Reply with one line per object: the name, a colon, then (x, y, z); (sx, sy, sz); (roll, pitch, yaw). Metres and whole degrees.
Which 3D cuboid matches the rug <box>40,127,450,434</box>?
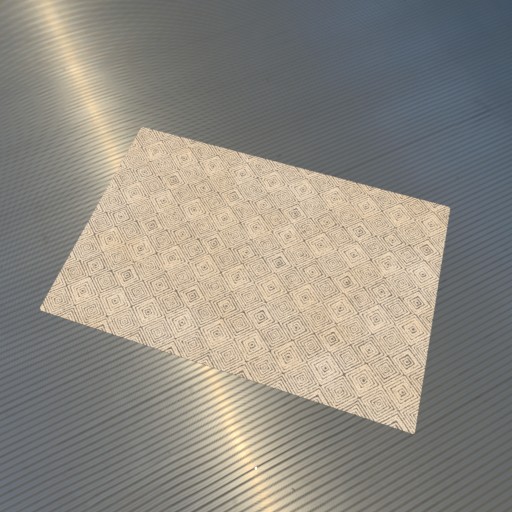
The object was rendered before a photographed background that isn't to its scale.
rug: (0.000, 0.000, 2.227); (1.783, 0.008, 1.175); (16, 66, 8)
